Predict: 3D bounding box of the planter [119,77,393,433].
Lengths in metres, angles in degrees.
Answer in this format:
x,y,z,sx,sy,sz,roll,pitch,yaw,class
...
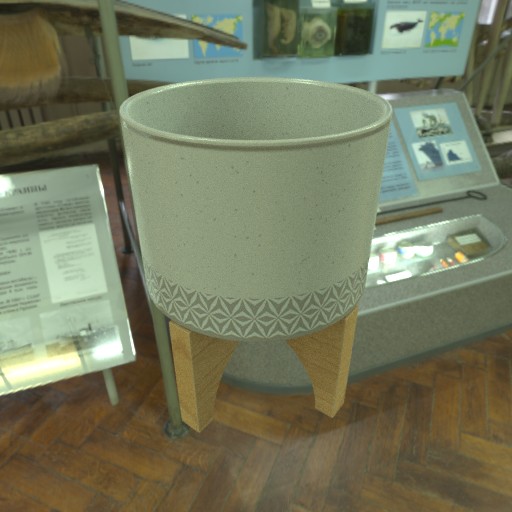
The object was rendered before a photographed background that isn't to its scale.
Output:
x,y,z,sx,sy,sz,roll,pitch,yaw,class
0.000,0.000,0.263,0.130,0.178,0.130,0,32,0,planter
